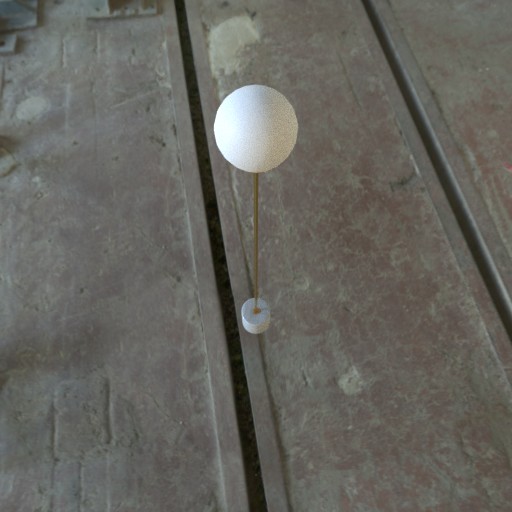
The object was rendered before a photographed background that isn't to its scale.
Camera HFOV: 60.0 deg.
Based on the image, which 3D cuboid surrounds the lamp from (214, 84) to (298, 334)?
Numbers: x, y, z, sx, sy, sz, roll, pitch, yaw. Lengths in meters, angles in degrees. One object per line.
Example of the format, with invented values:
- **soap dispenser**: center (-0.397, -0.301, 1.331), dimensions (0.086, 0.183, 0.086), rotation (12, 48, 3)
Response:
- **lamp**: center (0.000, 0.000, 1.871), dimensions (0.224, 1.753, 0.224), rotation (32, 68, 15)
